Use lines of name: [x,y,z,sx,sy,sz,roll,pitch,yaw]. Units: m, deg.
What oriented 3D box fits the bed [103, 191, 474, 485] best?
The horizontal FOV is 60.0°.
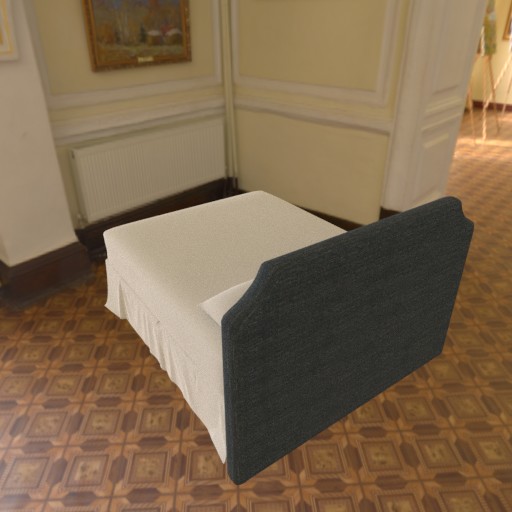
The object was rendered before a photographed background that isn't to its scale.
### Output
bed: [0.000,0.000,3.287,1.828,1.297,2.208,-19,34,-30]
